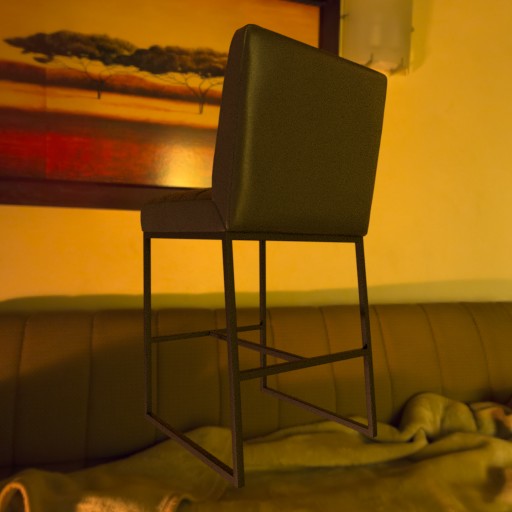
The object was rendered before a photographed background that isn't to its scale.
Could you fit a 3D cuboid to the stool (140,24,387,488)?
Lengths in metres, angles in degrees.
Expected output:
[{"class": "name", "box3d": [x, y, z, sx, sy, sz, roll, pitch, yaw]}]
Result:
[{"class": "stool", "box3d": [0.000, 0.000, 1.212, 0.457, 0.938, 0.552, 0, 0, -36]}]
